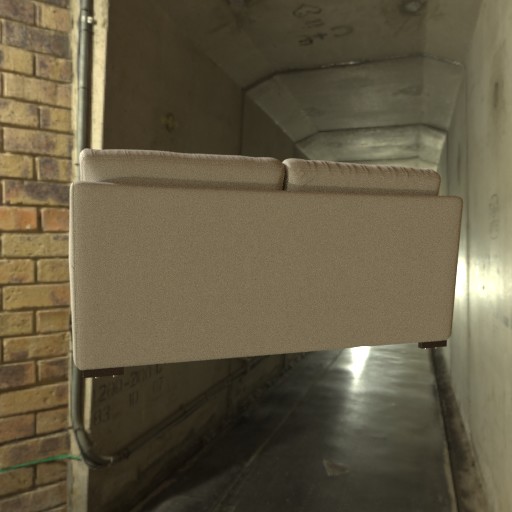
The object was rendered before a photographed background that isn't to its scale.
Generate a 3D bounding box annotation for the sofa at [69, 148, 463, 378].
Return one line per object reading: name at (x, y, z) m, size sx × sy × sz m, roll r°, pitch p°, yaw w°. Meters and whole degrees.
sofa at (0.000, 0.000, 2.458) m, size 1.880 × 0.940 × 1.143 m, roll -1°, pitch 2°, yaw -18°
